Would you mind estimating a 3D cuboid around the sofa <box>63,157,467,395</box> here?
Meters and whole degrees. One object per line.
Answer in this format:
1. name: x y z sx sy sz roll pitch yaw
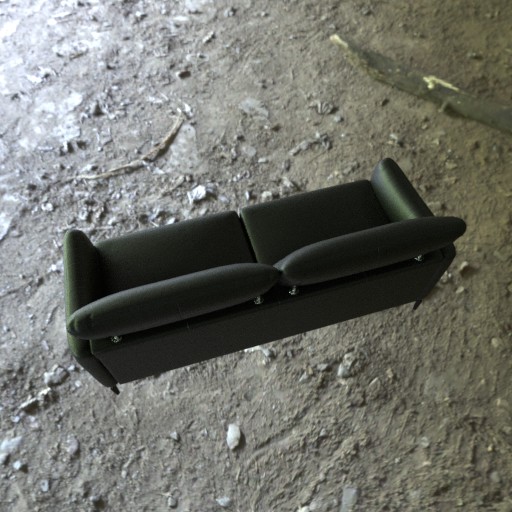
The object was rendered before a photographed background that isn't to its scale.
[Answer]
1. sofa: 0.000 0.000 2.523 2.069 0.957 0.856 -14 59 -9
